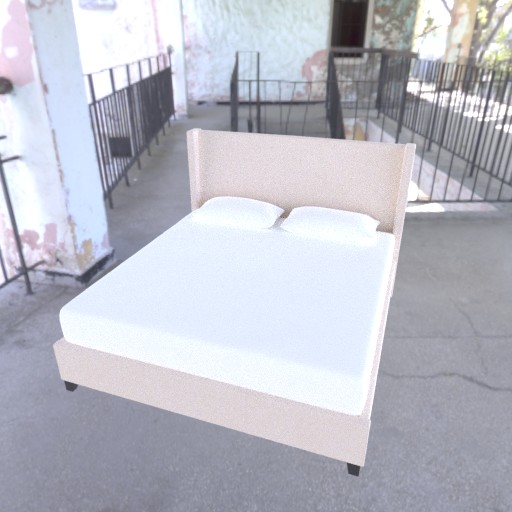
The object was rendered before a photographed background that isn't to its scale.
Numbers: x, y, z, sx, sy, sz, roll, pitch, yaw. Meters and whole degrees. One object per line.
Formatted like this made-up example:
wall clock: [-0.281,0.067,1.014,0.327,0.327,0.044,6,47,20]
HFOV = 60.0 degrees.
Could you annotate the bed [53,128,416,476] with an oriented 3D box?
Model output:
bed: [0.000,0.000,3.531,2.145,1.471,2.293,9,28,18]
